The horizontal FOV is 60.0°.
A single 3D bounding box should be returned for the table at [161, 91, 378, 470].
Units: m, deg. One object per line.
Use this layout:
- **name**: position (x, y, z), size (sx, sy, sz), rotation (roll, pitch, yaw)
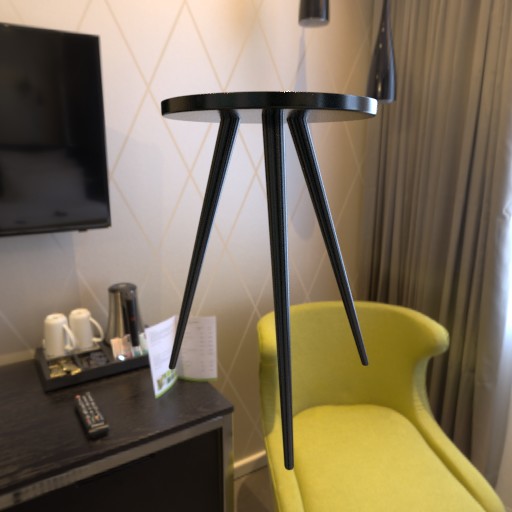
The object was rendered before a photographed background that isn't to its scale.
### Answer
- **table**: position (0.000, 0.000, 0.846), size (0.415, 0.548, 0.403), rotation (7, 15, 26)
